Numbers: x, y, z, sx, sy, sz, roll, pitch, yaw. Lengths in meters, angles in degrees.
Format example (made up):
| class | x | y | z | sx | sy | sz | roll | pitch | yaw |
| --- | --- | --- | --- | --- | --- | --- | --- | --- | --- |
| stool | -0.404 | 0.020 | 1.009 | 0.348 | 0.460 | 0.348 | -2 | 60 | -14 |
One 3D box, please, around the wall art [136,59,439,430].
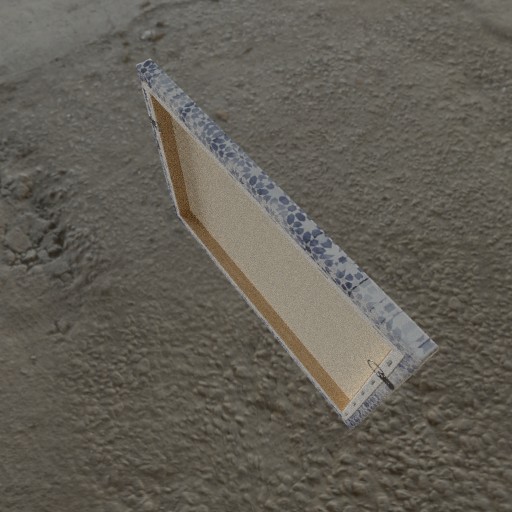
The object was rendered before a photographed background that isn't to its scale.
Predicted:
| class | x | y | z | sx | sy | sz | roll | pitch | yaw |
| --- | --- | --- | --- | --- | --- | --- | --- | --- | --- |
| wall art | 0.000 | 0.000 | 0.762 | 0.030 | 0.406 | 0.608 | -33 | 65 | -18 |
